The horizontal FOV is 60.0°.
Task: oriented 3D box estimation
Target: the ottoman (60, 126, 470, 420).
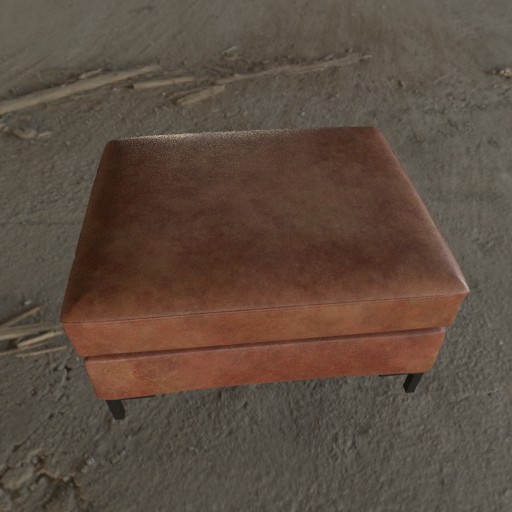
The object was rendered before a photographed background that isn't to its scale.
[{"bbox_3d":[0.000,0.000,1.759,1.186,0.667,0.965,-4,45,-4],"label":"ottoman"}]
